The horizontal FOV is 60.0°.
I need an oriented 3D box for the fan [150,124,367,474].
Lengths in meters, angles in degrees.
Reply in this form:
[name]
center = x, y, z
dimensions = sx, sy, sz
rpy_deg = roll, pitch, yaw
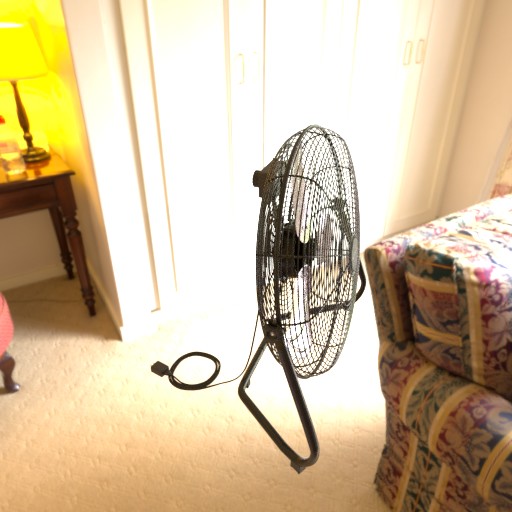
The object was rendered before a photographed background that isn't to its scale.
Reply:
[fan]
center = 0.000, 0.000, 0.923
dimensions = 0.424, 0.546, 0.555
rpy_deg = 11, 32, 17
